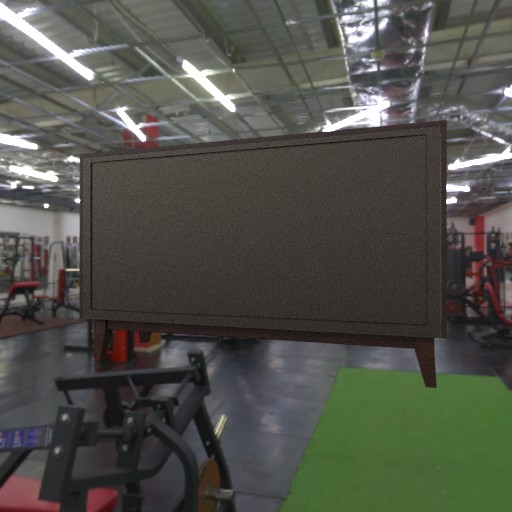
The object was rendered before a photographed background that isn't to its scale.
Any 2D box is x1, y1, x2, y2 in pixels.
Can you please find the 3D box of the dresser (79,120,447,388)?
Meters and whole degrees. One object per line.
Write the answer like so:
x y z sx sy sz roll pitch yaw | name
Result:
0.000 0.000 2.076 1.609 0.971 0.499 0 0 19 | dresser
